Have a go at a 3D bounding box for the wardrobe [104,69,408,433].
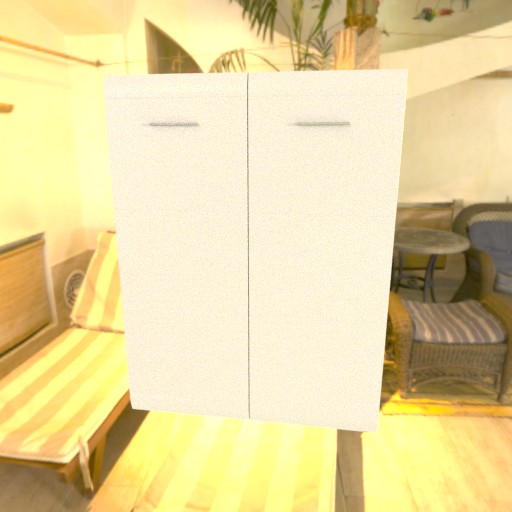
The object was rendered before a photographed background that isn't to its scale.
[{"bbox_3d":[0.000,0.000,1.600,0.900,1.200,0.360,2,16,9],"label":"wardrobe"}]
